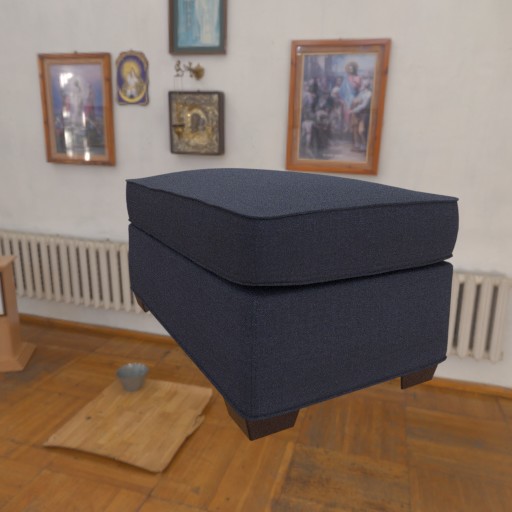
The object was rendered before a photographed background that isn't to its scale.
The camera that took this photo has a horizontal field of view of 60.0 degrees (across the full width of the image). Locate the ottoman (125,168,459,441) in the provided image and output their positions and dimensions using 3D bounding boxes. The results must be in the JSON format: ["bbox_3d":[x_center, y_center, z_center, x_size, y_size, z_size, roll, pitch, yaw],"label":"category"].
[{"bbox_3d":[0.000,0.000,1.185,0.505,0.453,0.895,-7,15,-27],"label":"ottoman"}]
